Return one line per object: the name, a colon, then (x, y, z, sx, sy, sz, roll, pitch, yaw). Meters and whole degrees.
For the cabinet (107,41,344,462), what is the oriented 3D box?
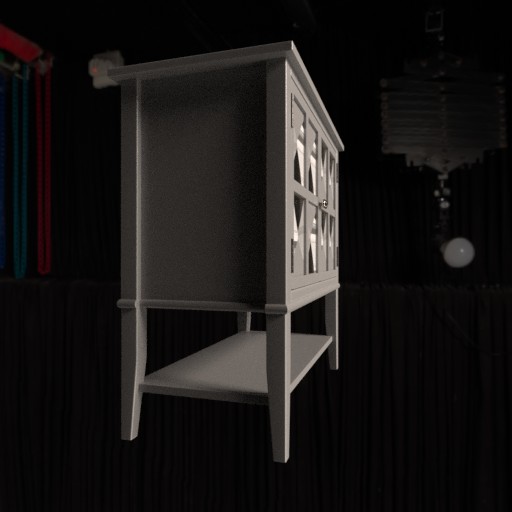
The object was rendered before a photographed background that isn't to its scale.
cabinet: (0.000, 0.000, 1.245, 0.396, 0.780, 0.801, 0, 0, 18)
